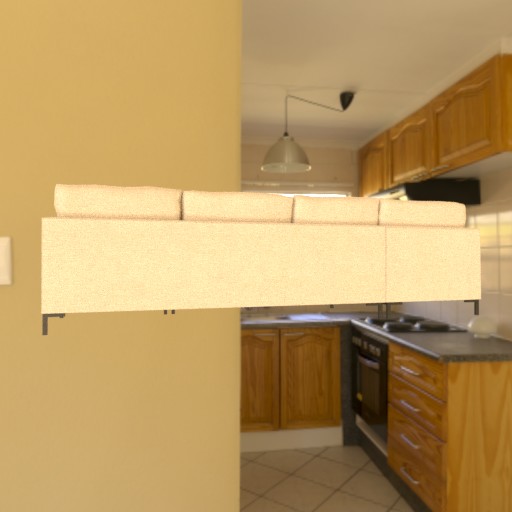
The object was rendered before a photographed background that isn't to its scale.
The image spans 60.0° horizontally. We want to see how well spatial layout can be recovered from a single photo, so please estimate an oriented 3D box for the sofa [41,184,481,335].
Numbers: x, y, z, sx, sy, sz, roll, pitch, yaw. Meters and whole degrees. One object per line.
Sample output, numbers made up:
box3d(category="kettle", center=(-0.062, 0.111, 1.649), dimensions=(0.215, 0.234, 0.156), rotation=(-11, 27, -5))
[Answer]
box3d(category="sofa", center=(0.000, 0.000, 4.191), dimensions=(3.384, 0.996, 2.048), rotation=(0, 0, -17))
